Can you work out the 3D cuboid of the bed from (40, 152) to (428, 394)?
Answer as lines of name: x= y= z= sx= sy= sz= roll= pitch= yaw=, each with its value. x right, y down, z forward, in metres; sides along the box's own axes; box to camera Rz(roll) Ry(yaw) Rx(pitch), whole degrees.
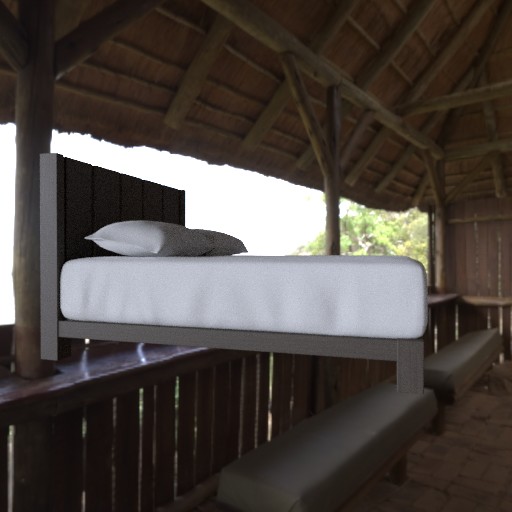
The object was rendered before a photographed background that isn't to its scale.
bed: x=0.000 y=0.000 z=3.216 sx=2.242 sy=1.270 sz=1.727 roll=0 pitch=1 yaw=18
